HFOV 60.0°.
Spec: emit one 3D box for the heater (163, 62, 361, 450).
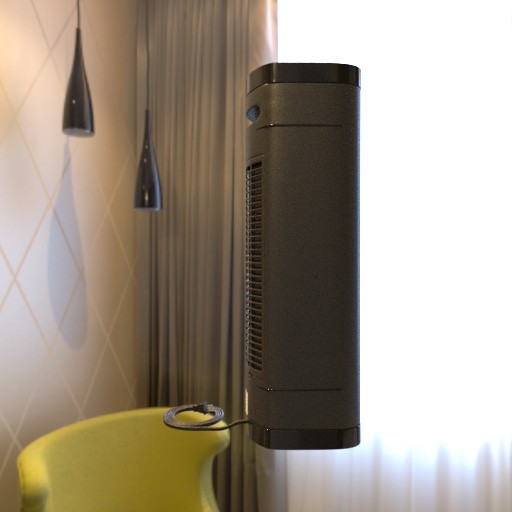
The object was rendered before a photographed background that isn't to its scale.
[{"bbox_3d":[0.000,0.000,0.713,0.312,0.552,0.174,0,0,-1],"label":"heater"}]
